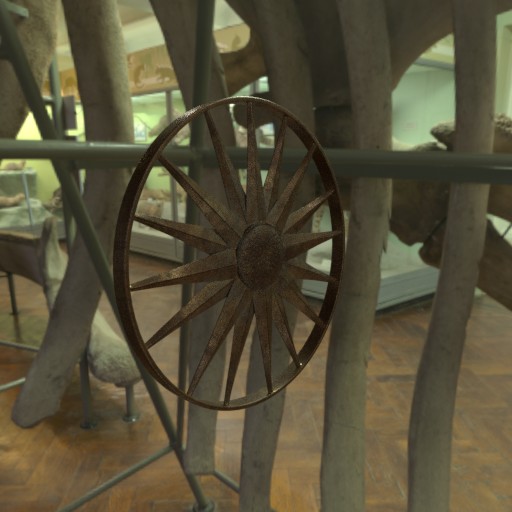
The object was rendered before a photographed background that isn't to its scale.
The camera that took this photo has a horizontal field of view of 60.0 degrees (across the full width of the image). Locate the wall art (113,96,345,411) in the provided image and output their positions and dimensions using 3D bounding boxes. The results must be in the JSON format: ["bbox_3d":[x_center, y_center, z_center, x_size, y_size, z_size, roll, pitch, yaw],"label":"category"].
[{"bbox_3d":[0.000,0.000,0.855,0.084,0.583,0.582,13,19,42],"label":"wall art"}]
